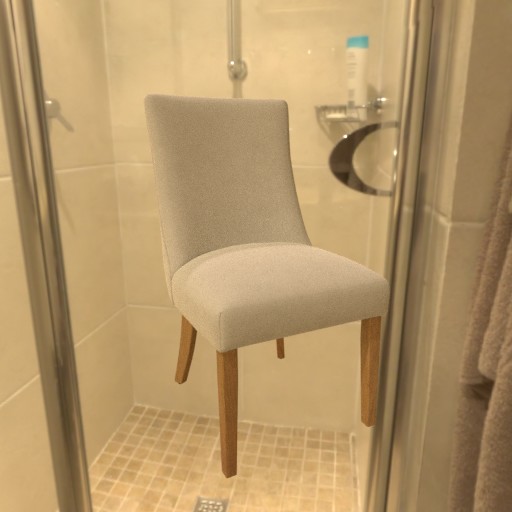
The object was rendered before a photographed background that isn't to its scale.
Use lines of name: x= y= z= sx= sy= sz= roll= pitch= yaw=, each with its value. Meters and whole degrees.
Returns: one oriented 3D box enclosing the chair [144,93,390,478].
chair: x=0.000 y=0.000 z=1.272 sx=0.495 sy=0.902 sz=0.610 roll=-7 pitch=17 yaw=-26
